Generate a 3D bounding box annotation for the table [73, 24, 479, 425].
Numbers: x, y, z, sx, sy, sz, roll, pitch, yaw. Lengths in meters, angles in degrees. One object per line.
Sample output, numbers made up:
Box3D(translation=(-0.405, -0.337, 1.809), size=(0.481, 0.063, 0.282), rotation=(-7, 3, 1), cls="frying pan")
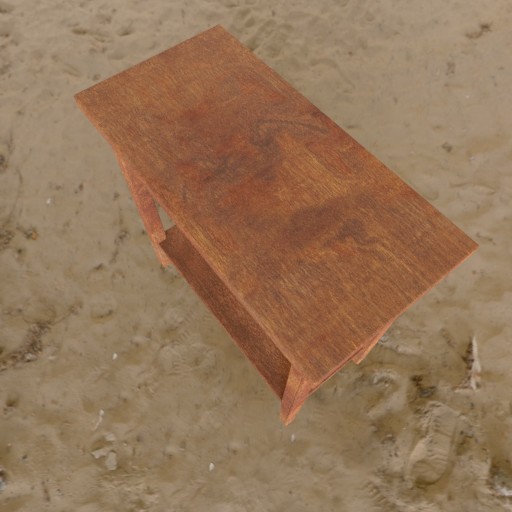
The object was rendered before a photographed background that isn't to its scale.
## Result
Box3D(translation=(0.000, 0.000, 0.946), size=(0.305, 0.610, 0.610), rotation=(-35, 67, -17), cls="table")
